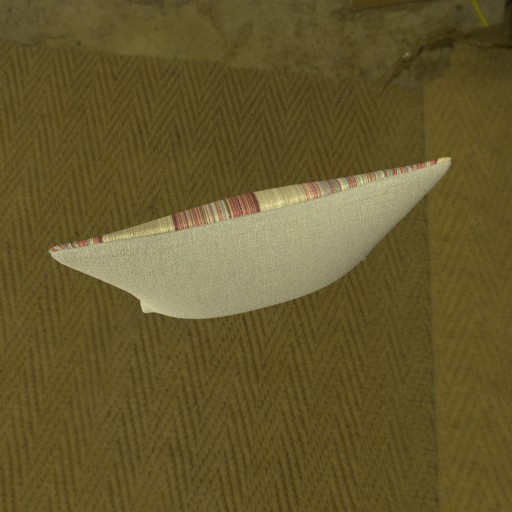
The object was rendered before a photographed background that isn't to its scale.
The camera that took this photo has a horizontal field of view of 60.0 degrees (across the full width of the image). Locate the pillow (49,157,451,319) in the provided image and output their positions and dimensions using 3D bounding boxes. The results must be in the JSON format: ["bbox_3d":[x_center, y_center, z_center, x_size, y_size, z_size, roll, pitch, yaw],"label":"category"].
[{"bbox_3d":[0.000,0.000,0.654,0.437,0.419,0.136,-13,76,-3],"label":"pillow"}]
